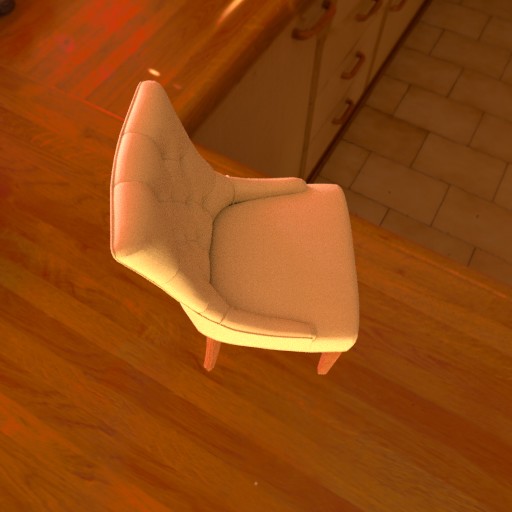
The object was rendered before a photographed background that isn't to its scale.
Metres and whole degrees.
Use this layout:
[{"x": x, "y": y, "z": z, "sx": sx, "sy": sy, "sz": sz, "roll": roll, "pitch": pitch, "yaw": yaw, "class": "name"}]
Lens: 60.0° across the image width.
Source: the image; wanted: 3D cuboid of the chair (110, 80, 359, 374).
[{"x": 0.000, "y": 0.000, "z": 1.256, "sx": 0.565, "sy": 0.874, "sz": 0.509, "roll": 0, "pitch": 63, "yaw": 0, "class": "chair"}]
